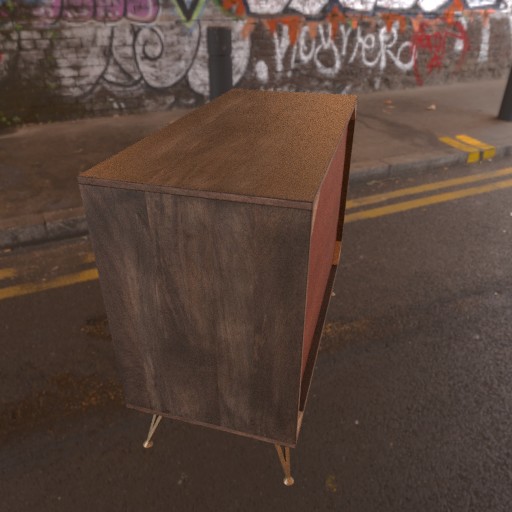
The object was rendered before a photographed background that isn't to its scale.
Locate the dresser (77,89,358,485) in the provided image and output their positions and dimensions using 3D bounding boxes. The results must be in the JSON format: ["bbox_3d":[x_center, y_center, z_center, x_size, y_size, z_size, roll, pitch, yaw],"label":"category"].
[{"bbox_3d":[0.000,0.000,1.363,0.453,0.801,0.923,8,32,14],"label":"dresser"}]
